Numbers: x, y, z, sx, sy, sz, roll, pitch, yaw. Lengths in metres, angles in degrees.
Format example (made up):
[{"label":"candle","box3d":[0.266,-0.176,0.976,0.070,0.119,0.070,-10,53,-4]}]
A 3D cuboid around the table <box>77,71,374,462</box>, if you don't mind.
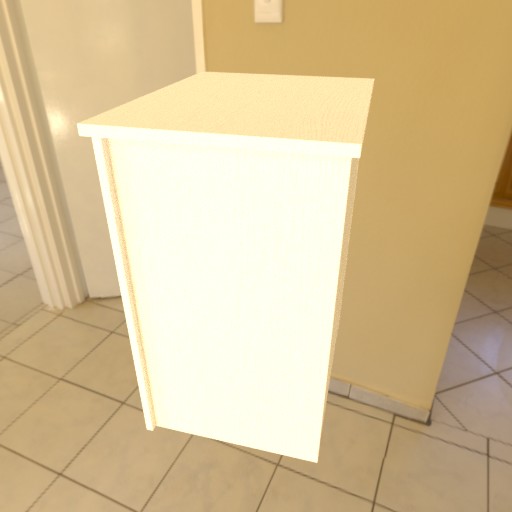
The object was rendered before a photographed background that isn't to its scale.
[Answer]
[{"label":"table","box3d":[0.000,0.000,0.920,0.381,0.635,0.480,8,31,13]}]
